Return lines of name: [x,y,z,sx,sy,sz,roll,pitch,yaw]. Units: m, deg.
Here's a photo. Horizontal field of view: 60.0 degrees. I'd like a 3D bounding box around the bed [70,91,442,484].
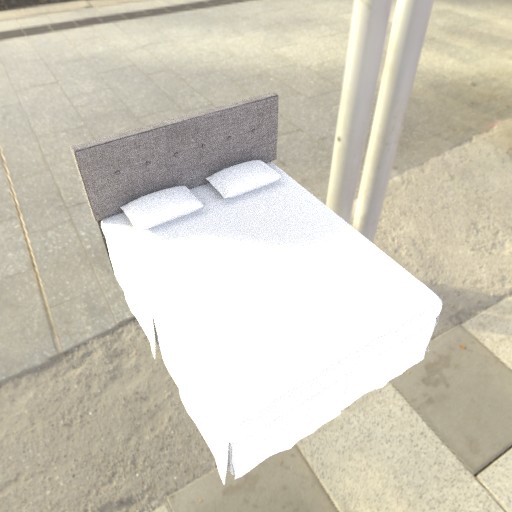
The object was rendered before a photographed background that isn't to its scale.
bed: [0.000,0.000,2.942,1.621,1.168,1.958,-24,48,-23]
